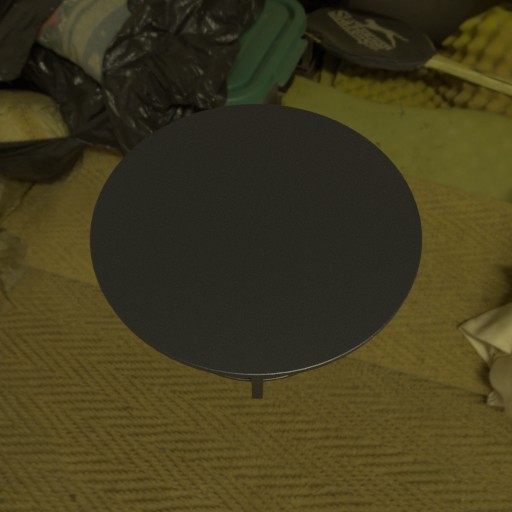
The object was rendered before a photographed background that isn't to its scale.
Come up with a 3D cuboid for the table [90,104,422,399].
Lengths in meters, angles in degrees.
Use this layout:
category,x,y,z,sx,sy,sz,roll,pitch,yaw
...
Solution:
category,x,y,z,sx,sy,sz,roll,pitch,yaw
table,0.000,0.000,1.433,0.914,0.457,0.914,0,58,0
